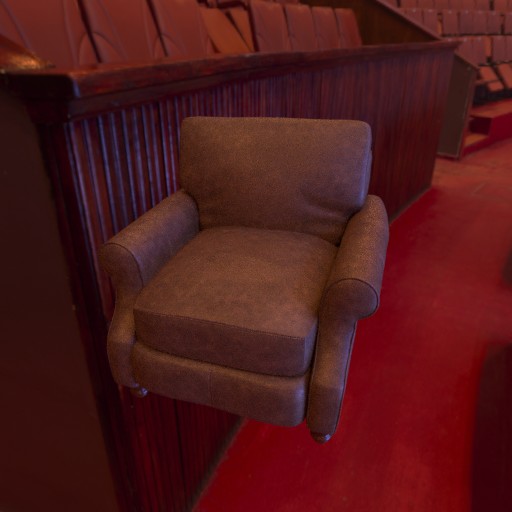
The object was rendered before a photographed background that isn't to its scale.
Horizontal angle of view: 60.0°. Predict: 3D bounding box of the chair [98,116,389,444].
[{"bbox_3d":[0.000,0.000,1.777,0.996,0.976,1.002,8,28,15],"label":"chair"}]
